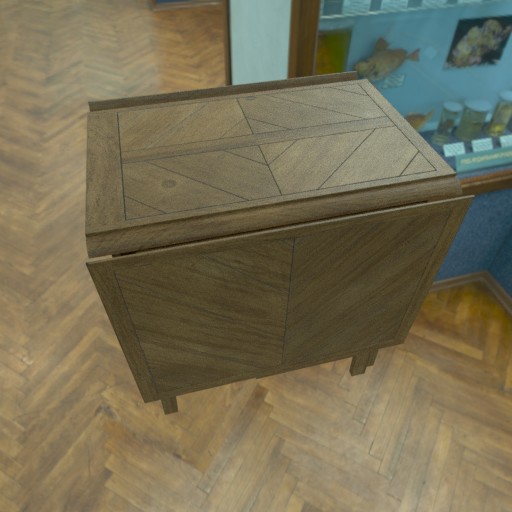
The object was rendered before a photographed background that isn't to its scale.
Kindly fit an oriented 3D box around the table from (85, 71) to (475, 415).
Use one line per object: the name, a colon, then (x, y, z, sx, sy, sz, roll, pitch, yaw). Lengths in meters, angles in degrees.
table: (0.000, 0.000, 1.283, 0.746, 0.763, 0.591, -10, 47, -10)
